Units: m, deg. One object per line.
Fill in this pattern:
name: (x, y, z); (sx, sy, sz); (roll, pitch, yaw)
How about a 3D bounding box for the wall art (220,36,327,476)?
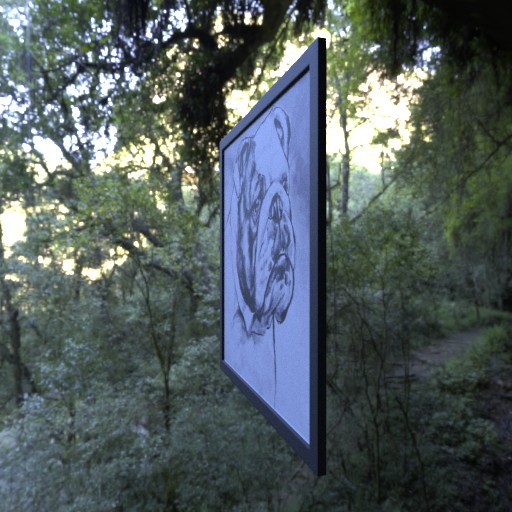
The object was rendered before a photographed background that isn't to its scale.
wall art: (0.000, 0.000, 0.831); (0.012, 0.558, 0.562); (0, 0, -17)
